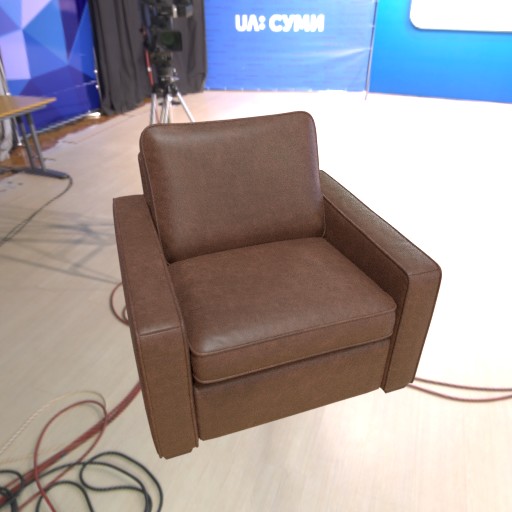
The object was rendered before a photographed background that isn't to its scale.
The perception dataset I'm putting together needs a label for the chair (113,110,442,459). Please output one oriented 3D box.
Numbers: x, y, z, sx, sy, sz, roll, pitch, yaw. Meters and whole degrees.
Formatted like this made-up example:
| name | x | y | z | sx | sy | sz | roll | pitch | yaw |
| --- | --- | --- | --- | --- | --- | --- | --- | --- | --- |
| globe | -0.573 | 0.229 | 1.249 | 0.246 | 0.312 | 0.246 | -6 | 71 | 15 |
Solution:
| name | x | y | z | sx | sy | sz | roll | pitch | yaw |
| --- | --- | --- | --- | --- | --- | --- | --- | --- | --- |
| chair | 0.000 | 0.000 | 1.720 | 1.017 | 0.919 | 0.940 | -11 | 34 | -16 |
